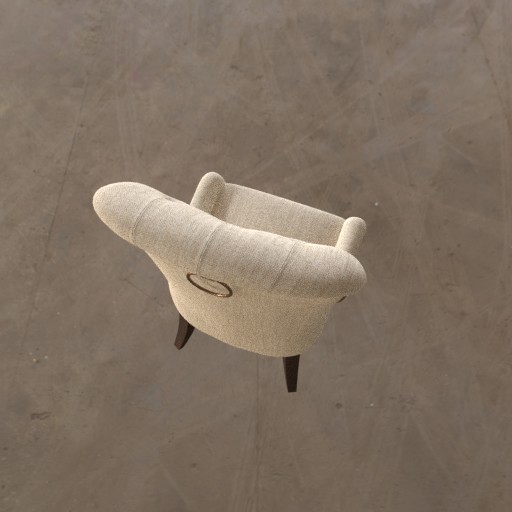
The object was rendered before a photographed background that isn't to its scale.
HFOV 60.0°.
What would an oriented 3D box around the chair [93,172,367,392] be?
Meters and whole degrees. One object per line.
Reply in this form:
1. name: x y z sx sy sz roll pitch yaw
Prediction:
1. chair: 0.000 0.000 1.432 0.634 1.091 0.629 19 65 9
